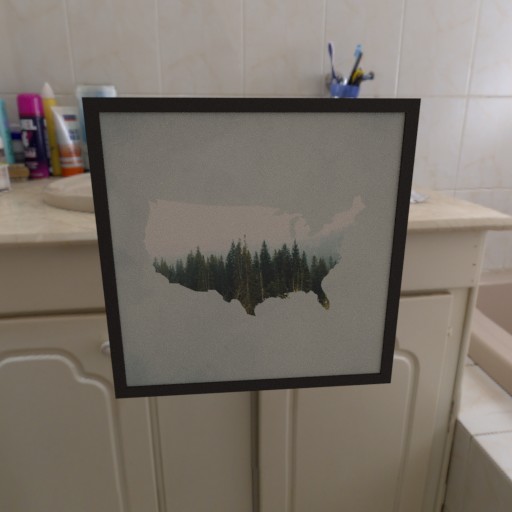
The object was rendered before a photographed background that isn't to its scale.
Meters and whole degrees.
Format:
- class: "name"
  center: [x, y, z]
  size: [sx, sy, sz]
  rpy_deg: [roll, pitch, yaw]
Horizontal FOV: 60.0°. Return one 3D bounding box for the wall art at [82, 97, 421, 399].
- class: "wall art"
  center: [0.000, 0.000, 0.758]
  size: [0.509, 0.509, 0.040]
  rpy_deg: [-2, 18, -5]
